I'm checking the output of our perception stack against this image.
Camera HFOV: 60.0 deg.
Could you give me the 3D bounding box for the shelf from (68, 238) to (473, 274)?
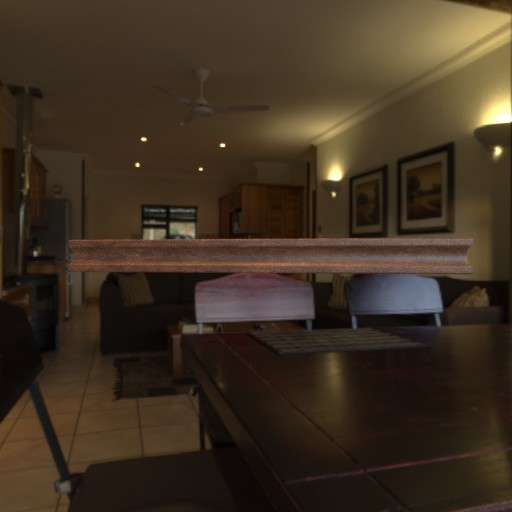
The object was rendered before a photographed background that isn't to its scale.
[{"bbox_3d":[0.000,0.000,0.455,0.296,0.035,0.296,0,0,-36],"label":"shelf"}]
